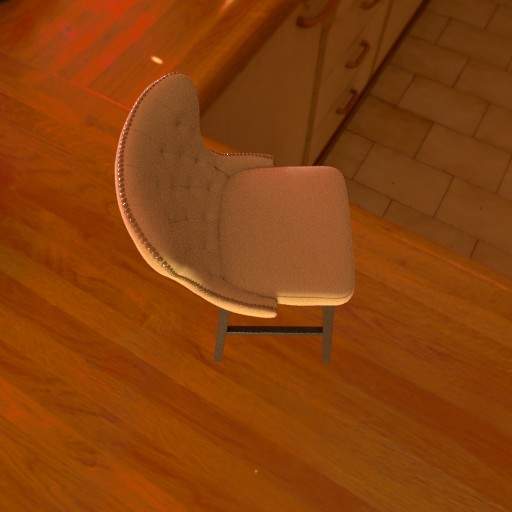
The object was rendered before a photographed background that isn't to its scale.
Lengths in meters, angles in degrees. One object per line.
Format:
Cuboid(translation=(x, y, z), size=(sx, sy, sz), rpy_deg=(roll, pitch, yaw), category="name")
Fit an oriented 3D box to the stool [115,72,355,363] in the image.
Cuboid(translation=(0.000, 0.000, 1.421), size=(0.605, 1.066, 0.528), rpy_deg=(0, 64, 0), category="stool")
